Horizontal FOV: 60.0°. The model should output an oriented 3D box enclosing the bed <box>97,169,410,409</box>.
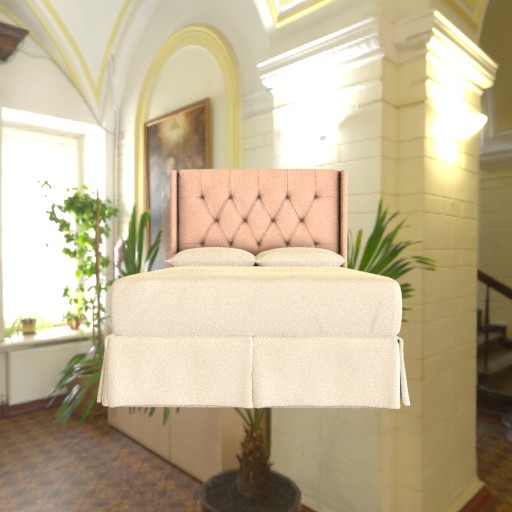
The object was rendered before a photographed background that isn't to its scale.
[{"bbox_3d":[0.000,0.000,3.377,1.719,1.665,2.066,0,1,1],"label":"bed"}]
